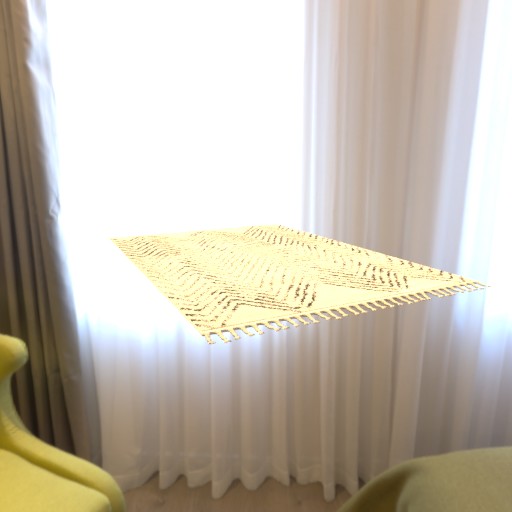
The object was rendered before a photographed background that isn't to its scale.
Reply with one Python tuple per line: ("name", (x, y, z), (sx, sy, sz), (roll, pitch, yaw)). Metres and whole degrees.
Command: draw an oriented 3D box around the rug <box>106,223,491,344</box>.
("rug", (0.000, 0.000, 2.317), (1.230, 0.014, 1.847), (-7, 15, -26))
